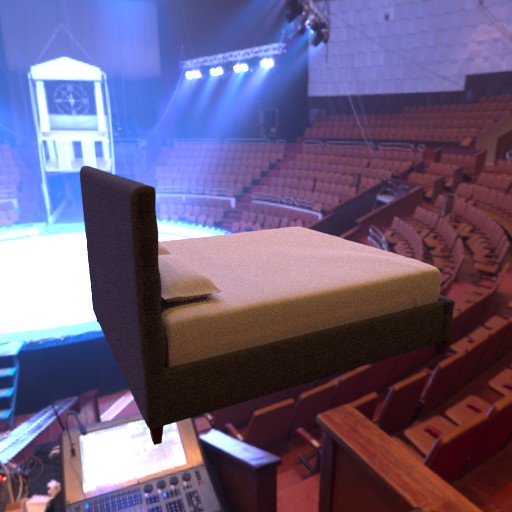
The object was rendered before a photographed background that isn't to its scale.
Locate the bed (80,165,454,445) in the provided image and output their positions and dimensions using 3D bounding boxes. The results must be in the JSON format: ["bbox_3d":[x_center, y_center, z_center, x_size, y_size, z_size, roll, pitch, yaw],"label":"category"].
[{"bbox_3d":[0.000,0.000,3.655,2.387,1.427,2.078,-8,16,-27],"label":"bed"}]
